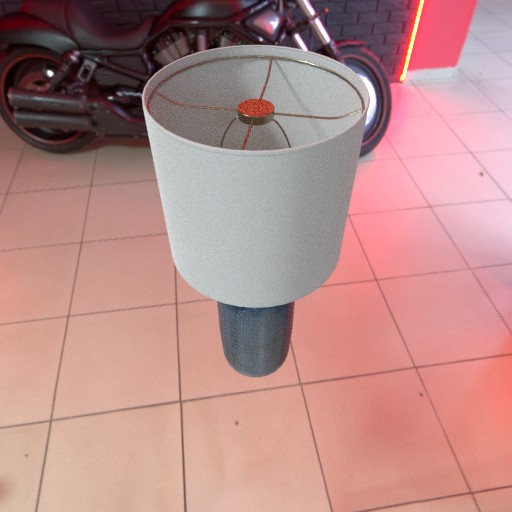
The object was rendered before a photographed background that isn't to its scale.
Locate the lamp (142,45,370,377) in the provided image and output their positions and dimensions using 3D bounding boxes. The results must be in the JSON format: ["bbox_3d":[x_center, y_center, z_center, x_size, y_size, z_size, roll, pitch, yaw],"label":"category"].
[{"bbox_3d":[0.000,0.000,0.607,0.220,0.475,0.220,18,49,16],"label":"lamp"}]
